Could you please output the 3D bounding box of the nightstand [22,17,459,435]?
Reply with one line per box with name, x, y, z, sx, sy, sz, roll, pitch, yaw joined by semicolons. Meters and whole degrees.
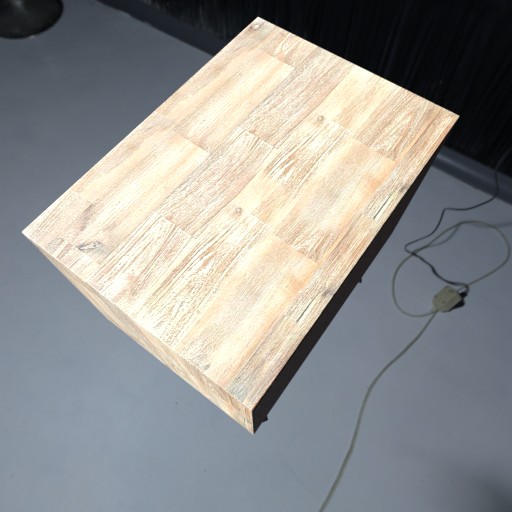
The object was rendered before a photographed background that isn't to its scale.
nightstand;0.000;0.000;0.921;0.396;0.589;0.552;34;69;15
